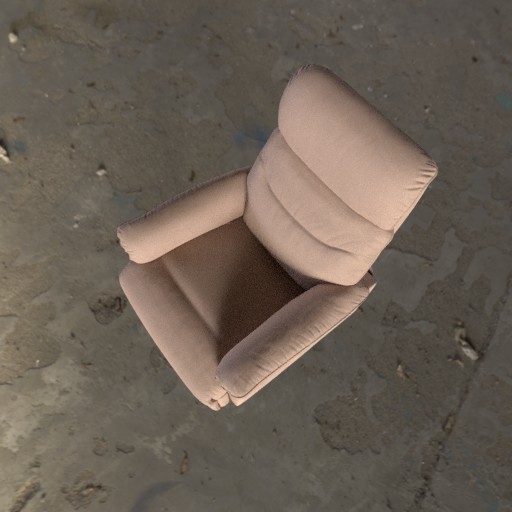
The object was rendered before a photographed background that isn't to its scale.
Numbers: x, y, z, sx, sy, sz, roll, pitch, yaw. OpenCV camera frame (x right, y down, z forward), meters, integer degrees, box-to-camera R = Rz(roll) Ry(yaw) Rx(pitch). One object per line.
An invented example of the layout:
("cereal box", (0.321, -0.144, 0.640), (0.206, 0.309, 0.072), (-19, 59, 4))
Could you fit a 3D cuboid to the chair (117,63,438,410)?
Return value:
("chair", (0.000, 0.000, 1.748), (1.004, 1.037, 0.820), (-34, 69, -15))
